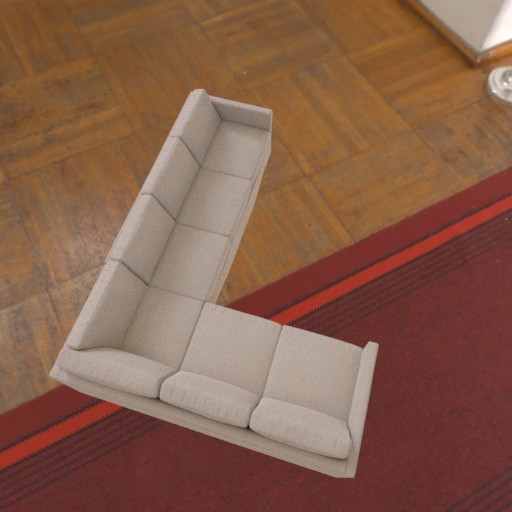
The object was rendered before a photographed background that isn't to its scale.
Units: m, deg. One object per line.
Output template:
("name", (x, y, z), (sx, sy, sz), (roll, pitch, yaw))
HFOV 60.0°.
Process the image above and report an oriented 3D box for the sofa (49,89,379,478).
("sofa", (0.000, 0.000, 4.165), (2.432, 0.871, 3.182), (15, 64, 7))
